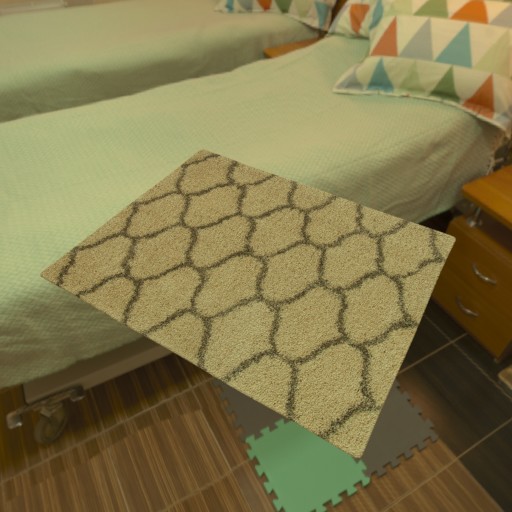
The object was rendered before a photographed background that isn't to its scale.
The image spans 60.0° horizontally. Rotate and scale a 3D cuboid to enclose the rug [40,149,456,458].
[{"bbox_3d":[0.000,0.000,4.045,3.000,0.026,2.399,24,50,22],"label":"rug"}]
